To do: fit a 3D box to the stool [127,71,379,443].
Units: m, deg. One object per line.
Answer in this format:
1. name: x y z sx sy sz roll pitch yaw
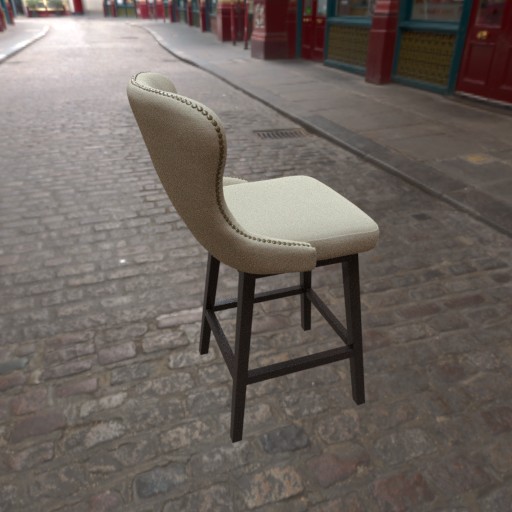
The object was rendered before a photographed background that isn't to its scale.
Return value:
1. stool: 0.000 0.000 1.275 0.593 0.971 0.528 -10 31 -17
